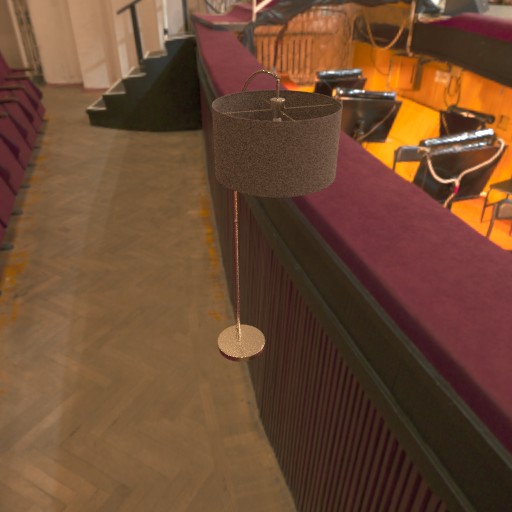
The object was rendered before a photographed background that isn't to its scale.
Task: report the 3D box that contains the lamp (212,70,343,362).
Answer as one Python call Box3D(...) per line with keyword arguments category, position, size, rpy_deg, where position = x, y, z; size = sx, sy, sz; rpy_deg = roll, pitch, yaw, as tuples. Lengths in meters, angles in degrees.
Box3D(category="lamp", position=(0.000, 0.000, 2.153), size=(0.452, 1.735, 0.934), rpy_deg=(-10, 33, -15))
